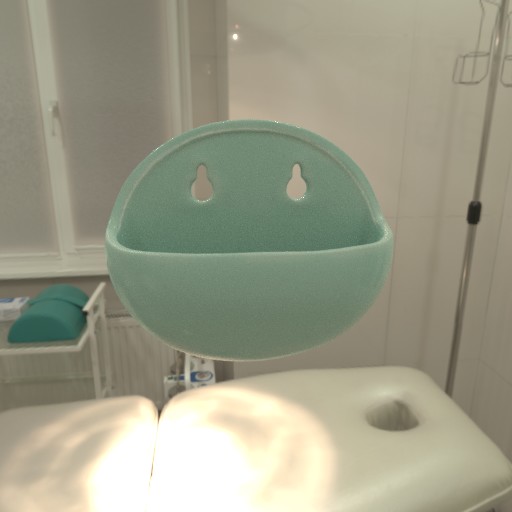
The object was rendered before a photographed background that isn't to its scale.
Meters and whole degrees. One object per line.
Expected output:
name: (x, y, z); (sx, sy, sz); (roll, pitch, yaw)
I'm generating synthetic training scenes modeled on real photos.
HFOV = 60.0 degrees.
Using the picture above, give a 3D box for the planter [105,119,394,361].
planter: (0.000, 0.000, 0.276); (0.189, 0.164, 0.073); (-2, 17, -7)
